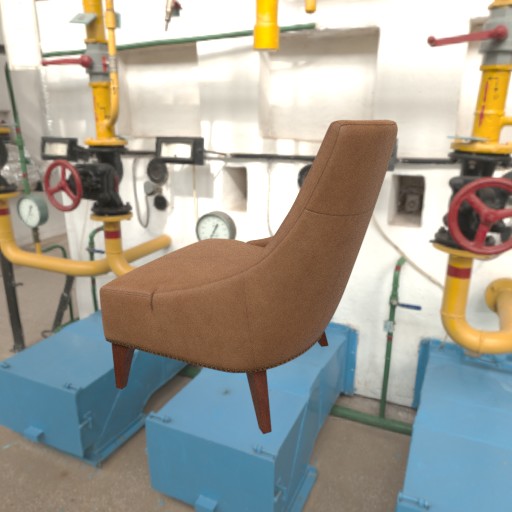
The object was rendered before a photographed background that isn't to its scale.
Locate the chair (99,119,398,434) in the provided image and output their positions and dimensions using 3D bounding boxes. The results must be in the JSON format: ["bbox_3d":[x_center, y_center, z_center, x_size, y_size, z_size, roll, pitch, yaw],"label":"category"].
[{"bbox_3d":[0.000,0.000,1.547,0.861,0.909,0.701,8,19,24],"label":"chair"}]
